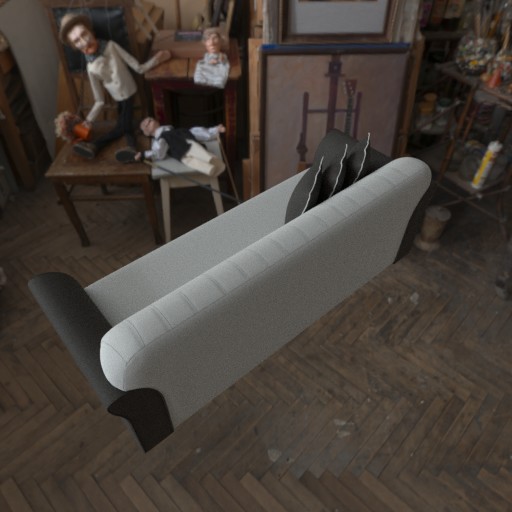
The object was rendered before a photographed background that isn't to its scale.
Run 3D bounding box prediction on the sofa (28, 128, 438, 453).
[{"bbox_3d":[0.000,0.000,2.335,2.001,0.787,0.755,-31,54,-27],"label":"sofa"}]
